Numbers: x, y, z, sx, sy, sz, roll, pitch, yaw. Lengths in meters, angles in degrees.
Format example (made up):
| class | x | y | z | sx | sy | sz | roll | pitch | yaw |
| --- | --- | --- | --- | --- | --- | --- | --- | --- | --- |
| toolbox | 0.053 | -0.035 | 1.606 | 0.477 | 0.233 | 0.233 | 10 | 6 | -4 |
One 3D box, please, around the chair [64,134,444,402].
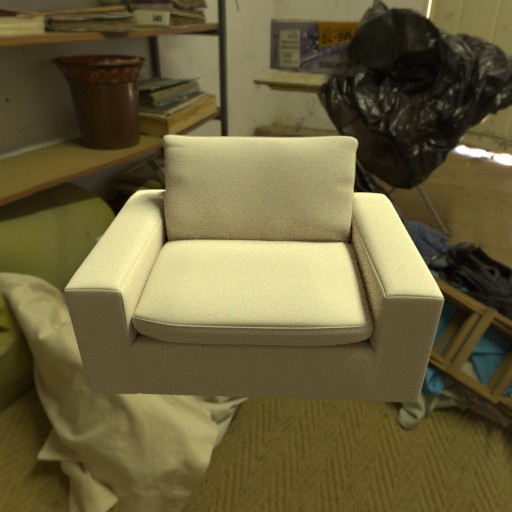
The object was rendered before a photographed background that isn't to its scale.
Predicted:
| class | x | y | z | sx | sy | sz | roll | pitch | yaw |
| --- | --- | --- | --- | --- | --- | --- | --- | --- | --- |
| chair | 0.000 | 0.000 | 2.048 | 1.398 | 0.915 | 1.039 | 1 | 30 | 2 |
